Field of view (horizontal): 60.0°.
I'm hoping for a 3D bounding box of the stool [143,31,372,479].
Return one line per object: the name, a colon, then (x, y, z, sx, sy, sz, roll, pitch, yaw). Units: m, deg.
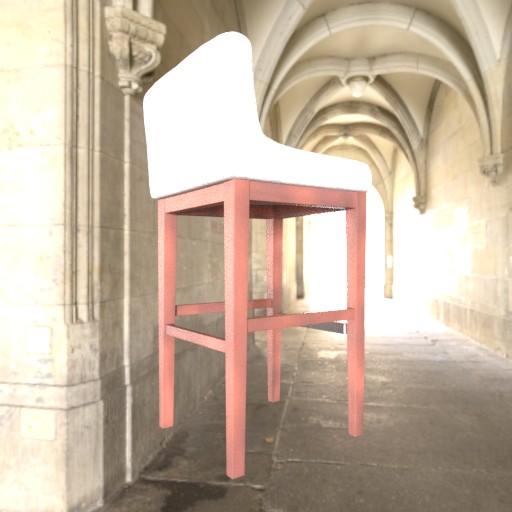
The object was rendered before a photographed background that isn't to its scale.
stool: (0.000, 0.000, 1.227, 0.499, 0.965, 0.426, 0, -1, -36)
